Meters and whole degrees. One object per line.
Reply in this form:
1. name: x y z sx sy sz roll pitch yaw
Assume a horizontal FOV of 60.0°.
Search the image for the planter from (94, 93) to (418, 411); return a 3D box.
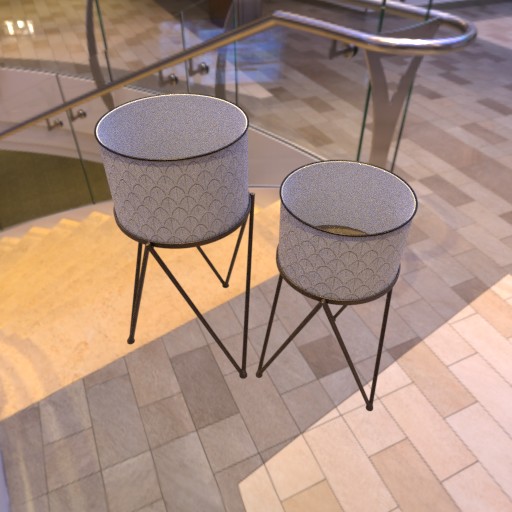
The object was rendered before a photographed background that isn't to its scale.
1. planter: 0.000 0.000 1.172 0.769 0.712 0.413 13 43 14
